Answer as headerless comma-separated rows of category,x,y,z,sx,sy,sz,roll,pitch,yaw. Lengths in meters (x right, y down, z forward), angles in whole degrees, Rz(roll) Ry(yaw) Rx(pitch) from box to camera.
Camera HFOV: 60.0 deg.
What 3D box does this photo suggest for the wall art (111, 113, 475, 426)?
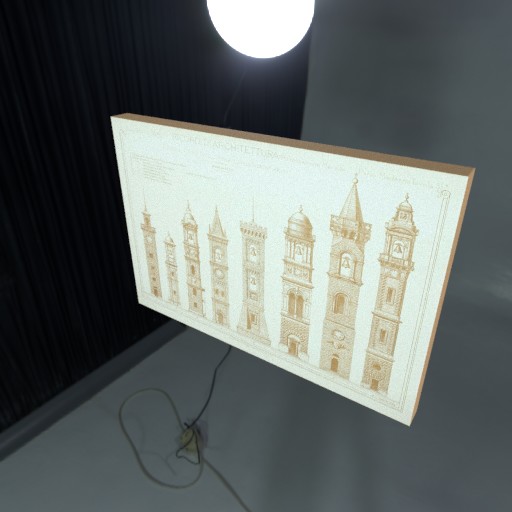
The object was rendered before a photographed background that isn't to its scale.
wall art,0.000,0.000,0.765,0.609,0.407,0.039,18,33,29
